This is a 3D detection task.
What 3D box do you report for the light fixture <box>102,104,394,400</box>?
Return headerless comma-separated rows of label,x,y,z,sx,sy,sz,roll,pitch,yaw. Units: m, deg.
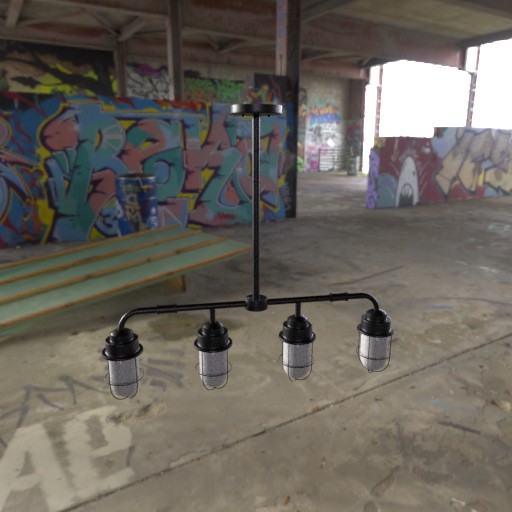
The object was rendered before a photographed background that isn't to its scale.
light fixture,0.000,0.000,1.222,0.852,0.785,0.131,-3,14,-11
